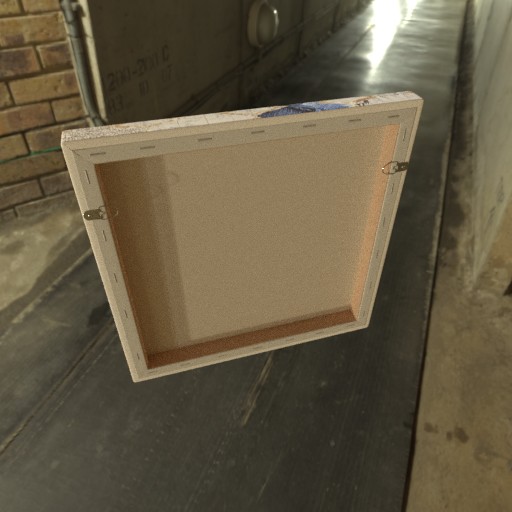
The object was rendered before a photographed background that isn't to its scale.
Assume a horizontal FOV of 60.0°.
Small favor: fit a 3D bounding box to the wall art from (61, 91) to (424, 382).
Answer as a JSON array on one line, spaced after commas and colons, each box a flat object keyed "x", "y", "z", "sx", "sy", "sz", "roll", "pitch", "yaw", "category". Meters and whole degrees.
[{"x": 0.000, "y": 0.000, "z": 0.769, "sx": 0.507, "sy": 0.508, "sz": 0.038, "roll": -11, "pitch": 41, "yaw": -12, "category": "wall art"}]
